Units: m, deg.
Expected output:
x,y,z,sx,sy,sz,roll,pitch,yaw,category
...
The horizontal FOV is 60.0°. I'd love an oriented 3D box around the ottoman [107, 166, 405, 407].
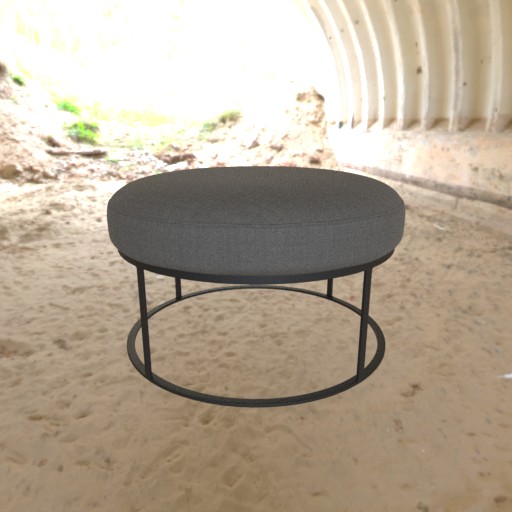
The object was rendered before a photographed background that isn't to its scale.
x,y,z,sx,sy,sz,roll,pitch,yaw,category
0.000,0.000,1.234,0.772,0.460,0.772,0,17,0,ottoman
